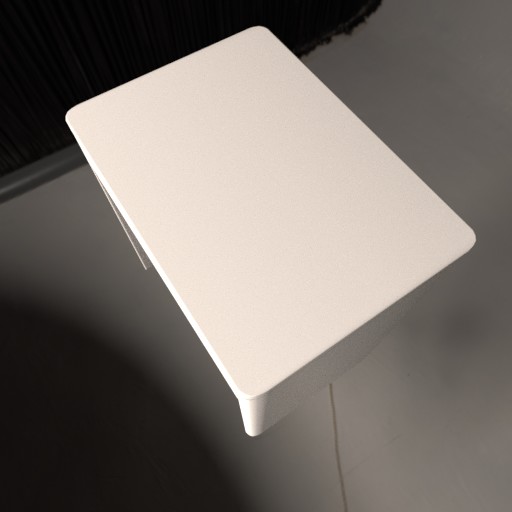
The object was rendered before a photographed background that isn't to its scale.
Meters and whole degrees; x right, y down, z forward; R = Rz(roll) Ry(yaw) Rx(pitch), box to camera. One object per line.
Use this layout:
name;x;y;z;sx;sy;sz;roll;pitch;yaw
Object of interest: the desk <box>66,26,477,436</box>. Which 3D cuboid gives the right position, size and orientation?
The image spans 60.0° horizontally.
desk;0.000;0.000;1.284;0.549;0.800;0.762;-31;68;-14
